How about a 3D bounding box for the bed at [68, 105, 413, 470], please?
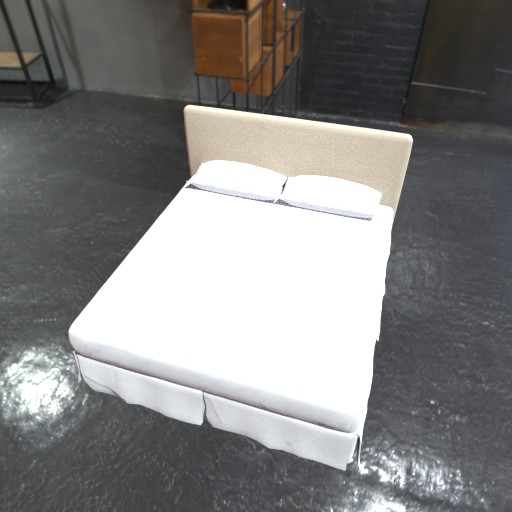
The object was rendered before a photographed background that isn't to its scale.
[{"bbox_3d":[0.000,0.000,3.481,2.119,1.317,2.319,12,43,13],"label":"bed"}]
